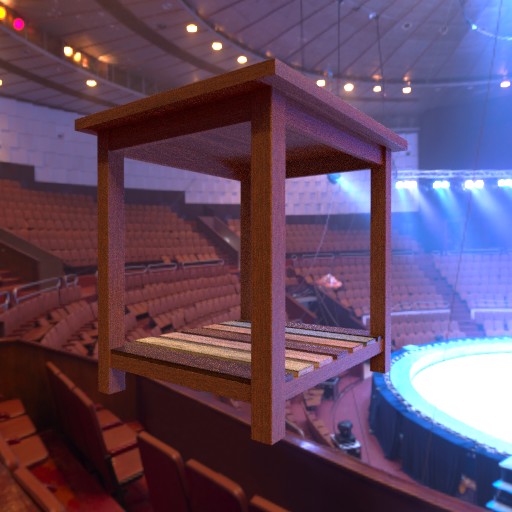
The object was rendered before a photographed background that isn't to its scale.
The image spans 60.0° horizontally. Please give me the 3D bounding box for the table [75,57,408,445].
[{"bbox_3d":[0.000,0.000,1.132,0.559,0.635,0.660,1,1,36],"label":"table"}]
